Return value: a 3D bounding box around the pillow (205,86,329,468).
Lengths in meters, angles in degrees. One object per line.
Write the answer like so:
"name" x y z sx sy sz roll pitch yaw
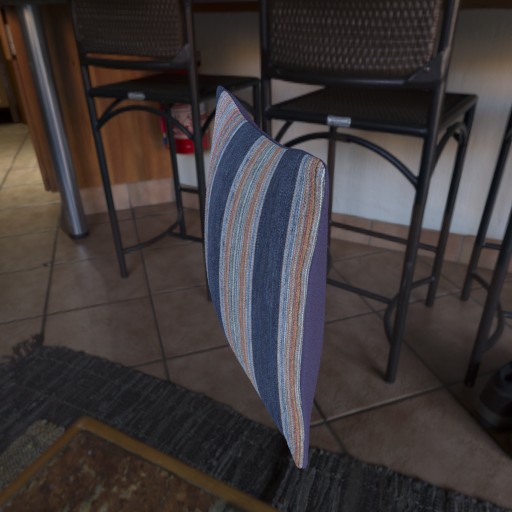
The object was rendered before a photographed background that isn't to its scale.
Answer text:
"pillow" 0.000 0.000 0.659 0.136 0.419 0.437 -8 31 -14
